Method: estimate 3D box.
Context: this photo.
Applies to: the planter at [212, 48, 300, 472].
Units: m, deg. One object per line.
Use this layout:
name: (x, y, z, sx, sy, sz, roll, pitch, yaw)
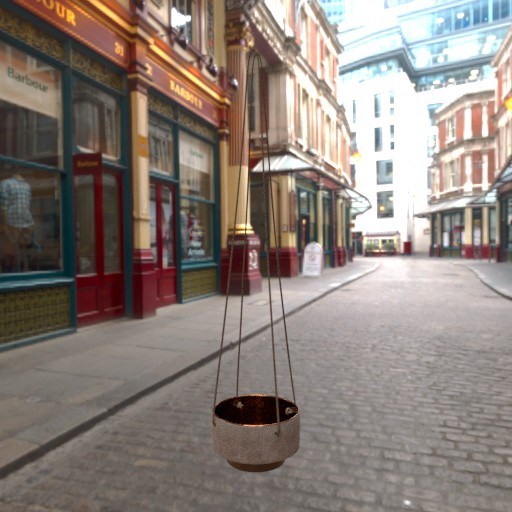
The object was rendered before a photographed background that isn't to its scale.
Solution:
planter: (0.000, 0.000, 1.125, 0.223, 1.030, 0.223, 0, 1, 18)
